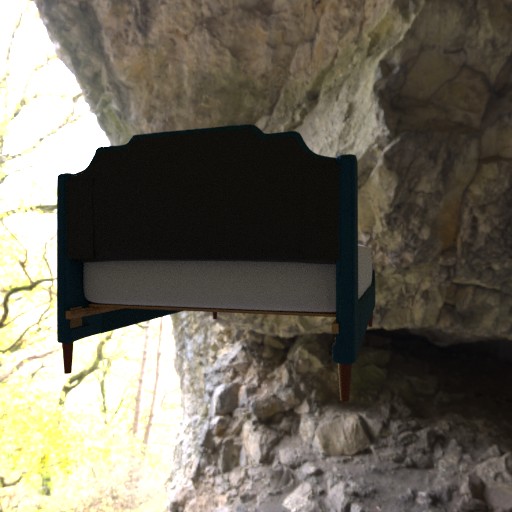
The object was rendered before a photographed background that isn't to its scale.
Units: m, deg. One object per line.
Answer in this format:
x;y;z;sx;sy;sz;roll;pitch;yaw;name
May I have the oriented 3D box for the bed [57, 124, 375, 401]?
0.000;0.000;3.379;1.678;1.338;2.322;0;0;17;bed
